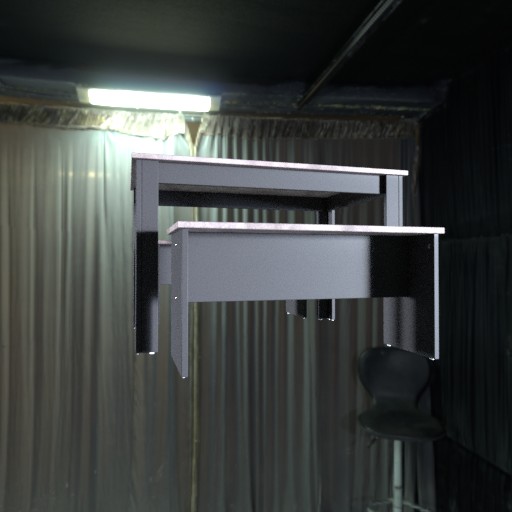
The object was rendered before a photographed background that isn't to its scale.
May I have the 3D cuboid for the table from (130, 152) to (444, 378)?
[{"bbox_3d":[0.000,0.000,2.018,1.100,0.700,1.443,0,-1,-16],"label":"table"}]
